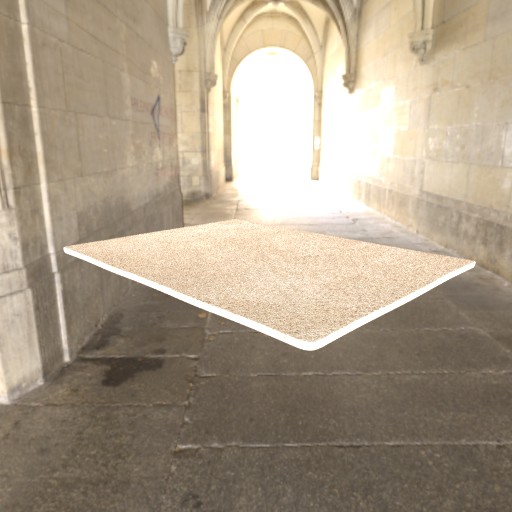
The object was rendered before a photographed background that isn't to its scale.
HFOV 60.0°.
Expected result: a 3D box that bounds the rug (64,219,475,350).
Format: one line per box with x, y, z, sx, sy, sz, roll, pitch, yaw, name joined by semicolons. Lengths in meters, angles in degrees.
0.000;0.000;2.124;1.600;0.025;1.199;14;20;43;rug
